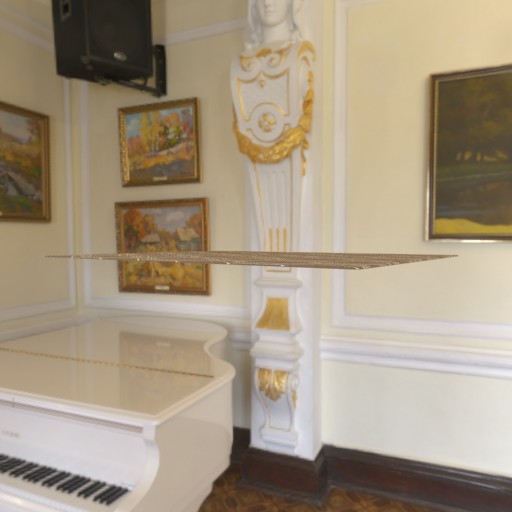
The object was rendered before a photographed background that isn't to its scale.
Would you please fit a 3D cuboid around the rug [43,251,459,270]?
[{"bbox_3d":[0.000,0.000,4.171,3.062,0.012,2.457,1,2,36],"label":"rug"}]
